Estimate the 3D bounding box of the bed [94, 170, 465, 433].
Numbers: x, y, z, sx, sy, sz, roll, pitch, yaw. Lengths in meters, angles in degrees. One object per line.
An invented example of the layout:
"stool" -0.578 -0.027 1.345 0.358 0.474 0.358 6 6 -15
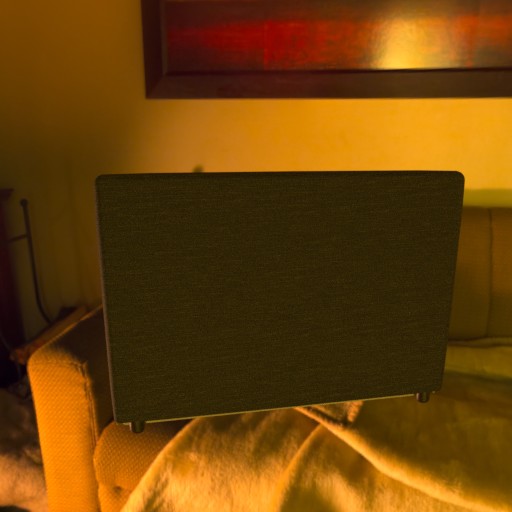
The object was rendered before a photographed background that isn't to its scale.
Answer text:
"bed" 0.000 0.000 3.248 1.884 1.330 2.142 -2 14 -10
